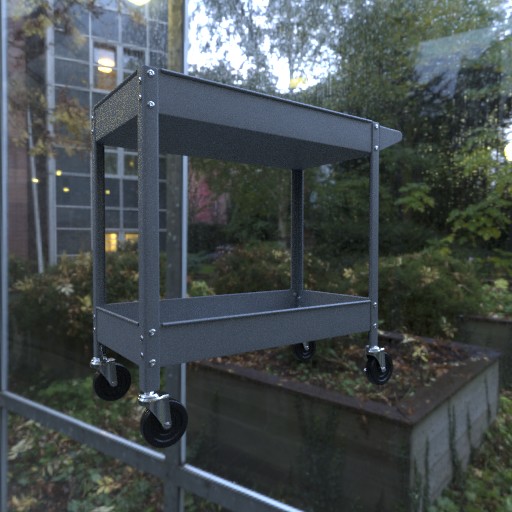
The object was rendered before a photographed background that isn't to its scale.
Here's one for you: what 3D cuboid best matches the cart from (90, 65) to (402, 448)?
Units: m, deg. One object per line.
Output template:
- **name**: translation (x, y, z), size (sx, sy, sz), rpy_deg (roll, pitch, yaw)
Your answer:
- **cart**: translation (0.000, 0.000, 1.178), size (0.779, 0.719, 0.366), rpy_deg (-1, 2, -36)
